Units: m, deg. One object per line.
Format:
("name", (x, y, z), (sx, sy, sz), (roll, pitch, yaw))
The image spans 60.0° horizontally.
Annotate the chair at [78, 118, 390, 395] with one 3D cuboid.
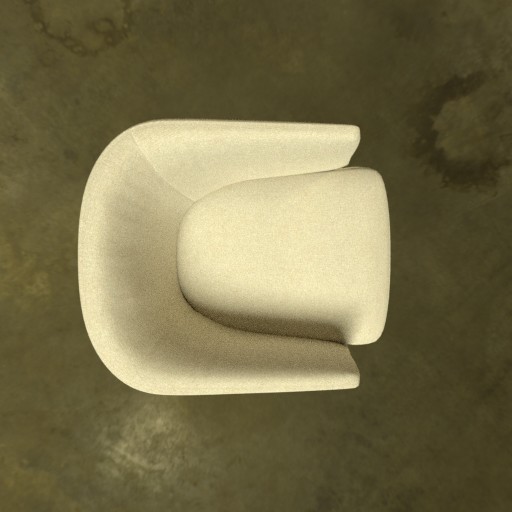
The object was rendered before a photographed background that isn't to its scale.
("chair", (0.000, 0.000, 1.624), (0.986, 0.861, 0.822), (0, 91, -1))
